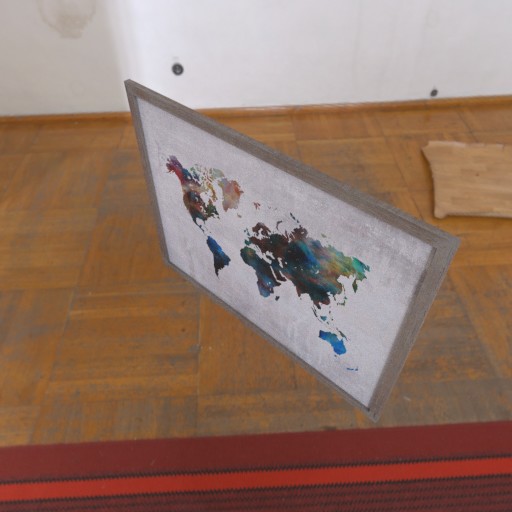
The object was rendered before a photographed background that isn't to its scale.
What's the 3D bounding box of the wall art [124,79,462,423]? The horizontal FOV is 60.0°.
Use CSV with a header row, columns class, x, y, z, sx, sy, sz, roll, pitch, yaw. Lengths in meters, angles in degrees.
class,x,y,z,sx,sy,sz,roll,pitch,yaw
wall art,0.000,0.000,1.332,1.012,0.774,0.019,33,54,28
